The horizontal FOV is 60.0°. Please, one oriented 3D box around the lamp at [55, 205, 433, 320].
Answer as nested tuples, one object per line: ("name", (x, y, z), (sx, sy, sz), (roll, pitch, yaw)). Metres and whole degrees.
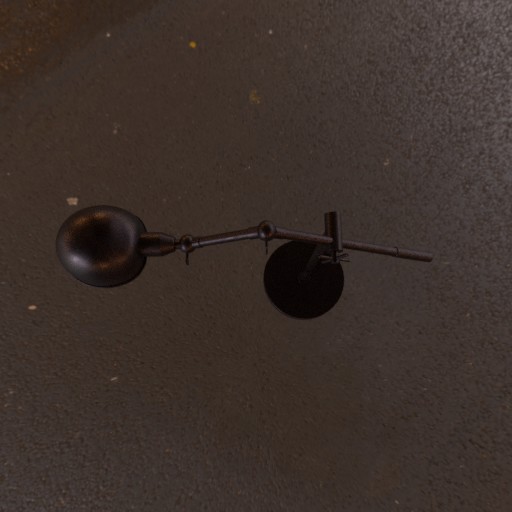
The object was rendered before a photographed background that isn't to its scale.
("lamp", (0.000, 0.000, 0.802), (0.567, 0.495, 0.185), (0, 76, 0))
